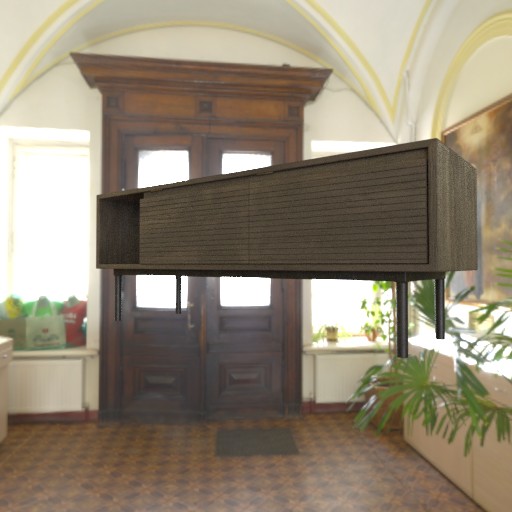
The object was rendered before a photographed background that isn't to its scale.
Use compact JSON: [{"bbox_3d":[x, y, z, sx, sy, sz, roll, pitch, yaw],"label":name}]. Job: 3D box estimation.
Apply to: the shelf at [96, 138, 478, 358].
[{"bbox_3d":[0.000,0.000,1.511,1.300,0.495,0.400,-1,-1,38],"label":"shelf"}]
